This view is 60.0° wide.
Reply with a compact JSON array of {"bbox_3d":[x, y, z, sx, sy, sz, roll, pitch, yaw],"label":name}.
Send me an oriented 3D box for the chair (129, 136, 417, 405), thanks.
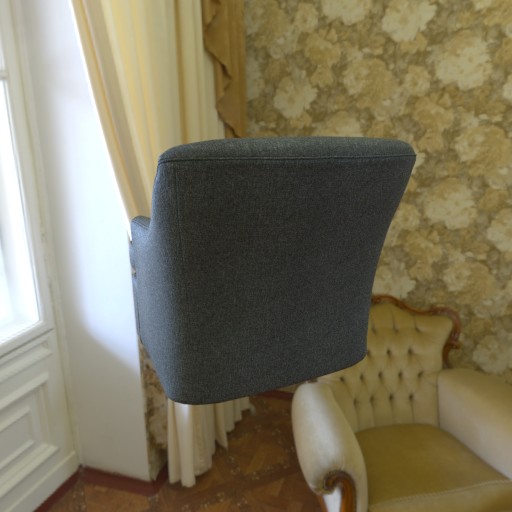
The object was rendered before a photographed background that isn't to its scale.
[{"bbox_3d":[0.000,0.000,1.649,0.864,0.856,0.923,-7,16,-25],"label":"chair"}]
